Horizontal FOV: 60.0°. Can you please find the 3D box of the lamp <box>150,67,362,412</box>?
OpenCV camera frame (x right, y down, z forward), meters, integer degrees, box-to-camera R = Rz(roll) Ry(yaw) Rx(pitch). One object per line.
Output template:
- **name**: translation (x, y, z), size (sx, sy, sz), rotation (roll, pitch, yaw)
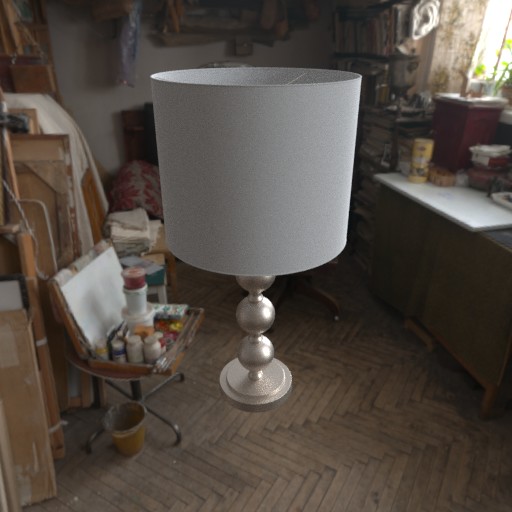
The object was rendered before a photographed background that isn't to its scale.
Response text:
- **lamp**: translation (0.000, 0.000, 0.708), size (0.277, 0.538, 0.277), rotation (19, 32, 33)
